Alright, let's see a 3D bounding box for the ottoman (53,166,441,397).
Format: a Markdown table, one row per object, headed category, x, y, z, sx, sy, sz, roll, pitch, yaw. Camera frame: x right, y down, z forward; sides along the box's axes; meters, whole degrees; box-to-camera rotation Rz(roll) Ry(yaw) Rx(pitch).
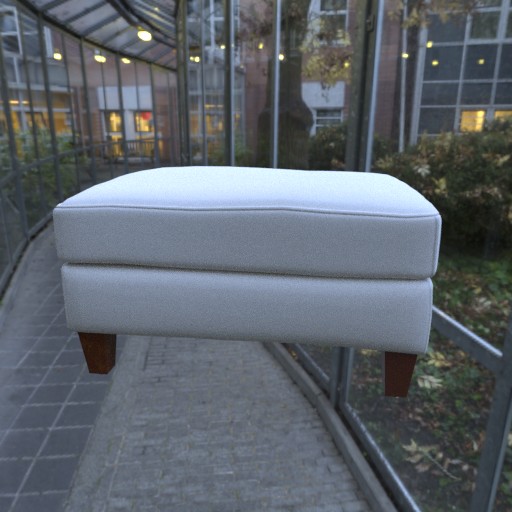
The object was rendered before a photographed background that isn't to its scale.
| category | x | y | z | sx | sy | sz | roll | pitch | yaw |
| --- | --- | --- | --- | --- | --- | --- | --- | --- | --- |
| ottoman | 0.000 | 0.000 | 1.222 | 0.818 | 0.479 | 0.634 | 2 | 17 | 7 |
